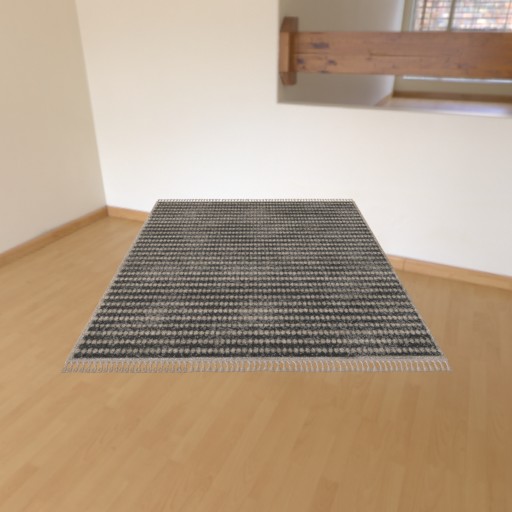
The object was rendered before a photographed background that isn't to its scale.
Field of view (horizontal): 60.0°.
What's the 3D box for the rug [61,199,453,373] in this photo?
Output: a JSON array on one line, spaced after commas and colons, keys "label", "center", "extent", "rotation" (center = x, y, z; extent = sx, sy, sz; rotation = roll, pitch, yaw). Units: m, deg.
[{"label": "rug", "center": [0.000, 0.000, 3.824], "extent": [2.256, 0.013, 2.910], "rotation": [0, 27, 0]}]
